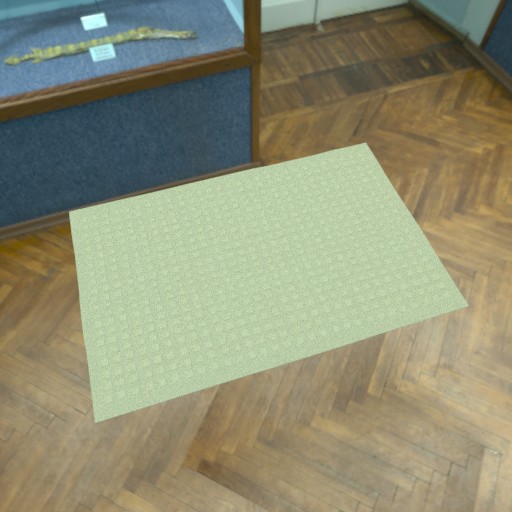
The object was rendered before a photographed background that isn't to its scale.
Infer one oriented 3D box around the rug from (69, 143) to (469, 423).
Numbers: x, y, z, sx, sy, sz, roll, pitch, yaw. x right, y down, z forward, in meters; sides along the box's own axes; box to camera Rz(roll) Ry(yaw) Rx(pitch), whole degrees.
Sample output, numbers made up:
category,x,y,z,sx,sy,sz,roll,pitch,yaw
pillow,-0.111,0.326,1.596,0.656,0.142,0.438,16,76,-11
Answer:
category,x,y,z,sx,sy,sz,roll,pitch,yaw
rug,0.000,0.000,2.235,1.747,0.006,1.143,-15,59,-9
